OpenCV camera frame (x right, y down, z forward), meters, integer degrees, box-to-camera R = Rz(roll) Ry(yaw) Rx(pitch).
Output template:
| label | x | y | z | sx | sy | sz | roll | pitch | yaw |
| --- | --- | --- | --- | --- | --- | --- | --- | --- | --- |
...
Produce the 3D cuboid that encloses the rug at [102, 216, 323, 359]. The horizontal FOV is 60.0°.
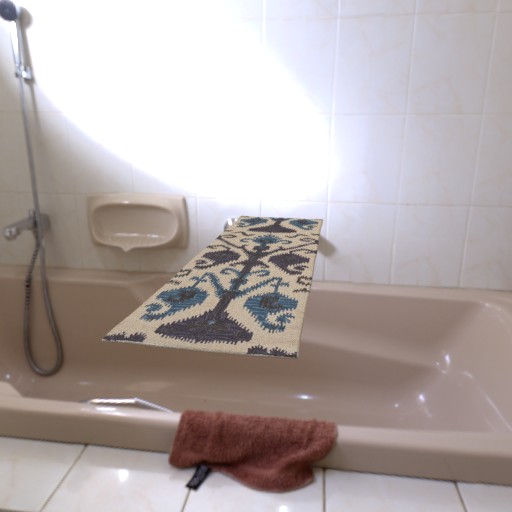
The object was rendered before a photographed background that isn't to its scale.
| label | x | y | z | sx | sy | sz | roll | pitch | yaw |
| --- | --- | --- | --- | --- | --- | --- | --- | --- | --- |
| rug | 0.000 | 0.000 | 2.573 | 0.692 | 0.017 | 2.301 | 3 | 16 | 10 |
